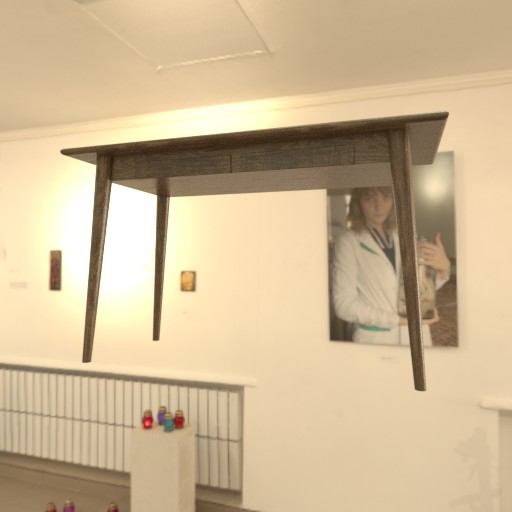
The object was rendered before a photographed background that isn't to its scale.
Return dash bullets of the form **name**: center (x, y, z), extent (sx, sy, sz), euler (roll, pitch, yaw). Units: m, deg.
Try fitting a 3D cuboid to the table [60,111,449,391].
- **table**: center (0.000, 0.000, 1.685), extent (1.300, 0.780, 0.599), euler (0, -1, 18)
